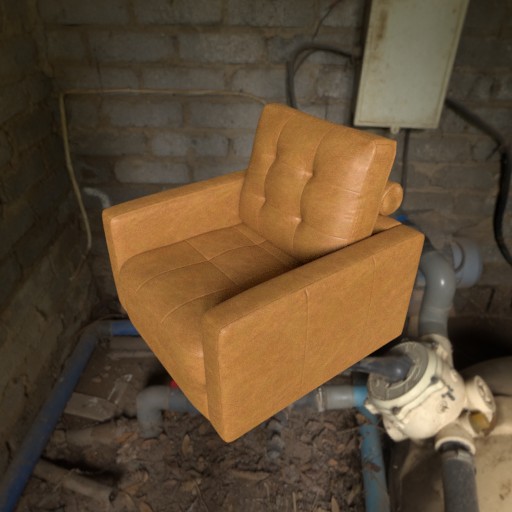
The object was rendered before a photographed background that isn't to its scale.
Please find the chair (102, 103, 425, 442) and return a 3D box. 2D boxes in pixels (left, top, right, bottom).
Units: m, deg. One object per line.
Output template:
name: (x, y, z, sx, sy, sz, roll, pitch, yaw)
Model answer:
chair: (0.000, 0.000, 1.588, 0.868, 0.896, 0.831, -22, 38, -30)
